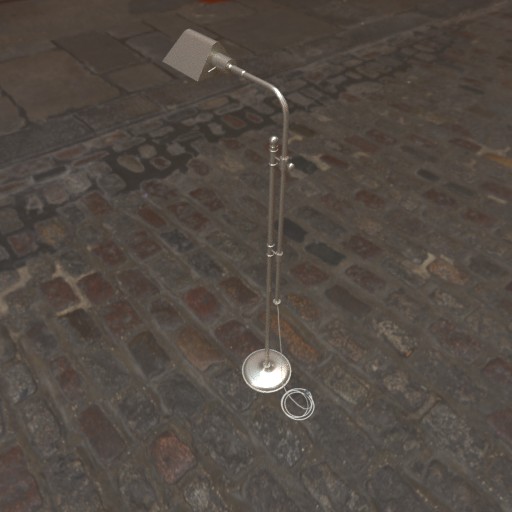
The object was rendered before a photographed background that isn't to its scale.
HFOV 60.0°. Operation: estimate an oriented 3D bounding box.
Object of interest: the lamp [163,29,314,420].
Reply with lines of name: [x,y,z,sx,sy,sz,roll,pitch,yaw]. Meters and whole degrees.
lamp: [0.000,0.000,1.821,0.256,1.571,0.813,-30,52,-27]
